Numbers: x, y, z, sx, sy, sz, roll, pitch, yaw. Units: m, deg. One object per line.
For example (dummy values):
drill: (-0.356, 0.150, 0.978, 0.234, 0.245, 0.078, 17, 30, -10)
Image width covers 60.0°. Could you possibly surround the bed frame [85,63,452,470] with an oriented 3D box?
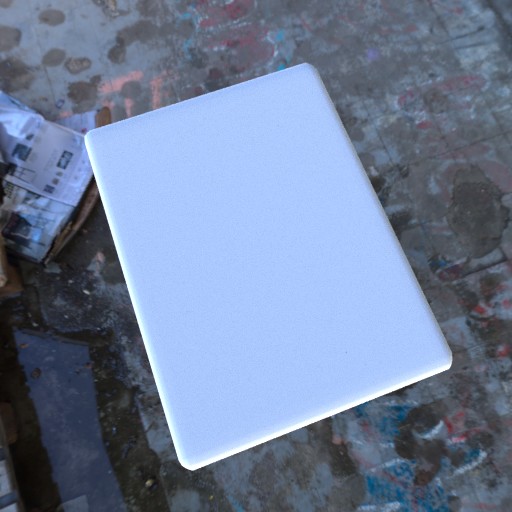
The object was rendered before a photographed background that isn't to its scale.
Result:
bed frame: (0.000, 0.000, 2.823, 1.528, 0.677, 2.037, -20, 75, -5)
